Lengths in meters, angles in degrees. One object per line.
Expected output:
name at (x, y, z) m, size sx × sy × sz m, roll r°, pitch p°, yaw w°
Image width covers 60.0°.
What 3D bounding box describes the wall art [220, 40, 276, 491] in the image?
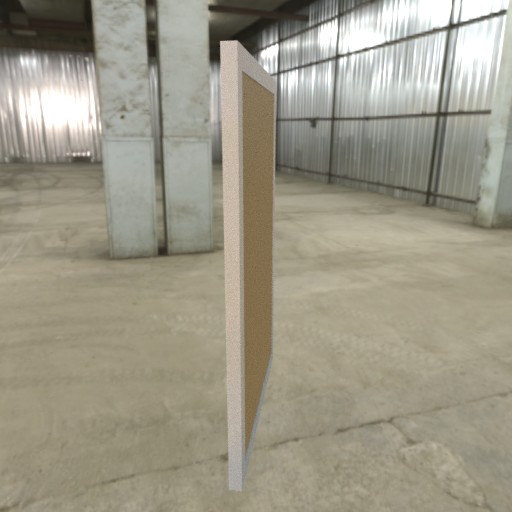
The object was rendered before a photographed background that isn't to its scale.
wall art at (0.000, 0.000, 1.442) m, size 0.038 × 1.143 × 0.764 m, roll 2°, pitch 16°, yaw 8°
